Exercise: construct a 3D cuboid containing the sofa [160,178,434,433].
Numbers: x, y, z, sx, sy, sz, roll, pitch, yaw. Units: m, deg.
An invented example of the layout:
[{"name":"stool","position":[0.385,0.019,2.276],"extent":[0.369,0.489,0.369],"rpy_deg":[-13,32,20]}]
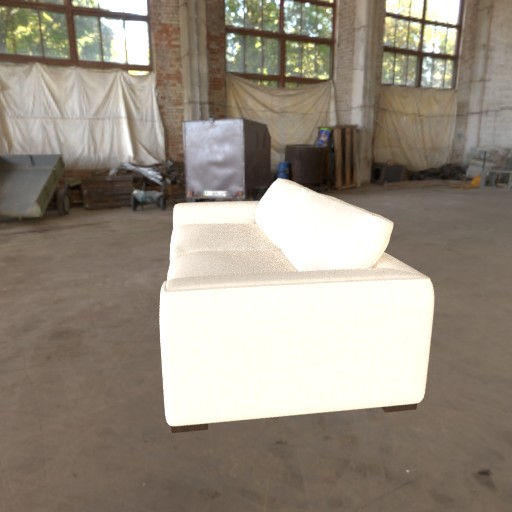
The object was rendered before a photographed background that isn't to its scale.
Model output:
[{"name":"sofa","position":[0.000,0.000,2.710],"extent":[1.070,0.801,2.262],"rpy_deg":[-2,15,-9]}]
